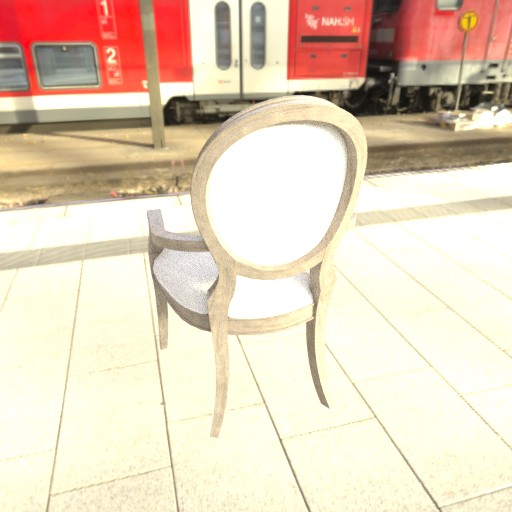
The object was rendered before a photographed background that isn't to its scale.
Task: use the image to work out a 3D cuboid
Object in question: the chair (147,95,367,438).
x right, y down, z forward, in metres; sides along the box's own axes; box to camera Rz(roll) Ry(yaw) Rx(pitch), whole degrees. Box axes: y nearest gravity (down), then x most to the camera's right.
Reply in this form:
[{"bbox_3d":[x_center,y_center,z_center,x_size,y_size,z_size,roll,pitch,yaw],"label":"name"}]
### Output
[{"bbox_3d":[0.000,0.000,1.362,0.611,0.991,0.602,-8,28,-16],"label":"chair"}]
